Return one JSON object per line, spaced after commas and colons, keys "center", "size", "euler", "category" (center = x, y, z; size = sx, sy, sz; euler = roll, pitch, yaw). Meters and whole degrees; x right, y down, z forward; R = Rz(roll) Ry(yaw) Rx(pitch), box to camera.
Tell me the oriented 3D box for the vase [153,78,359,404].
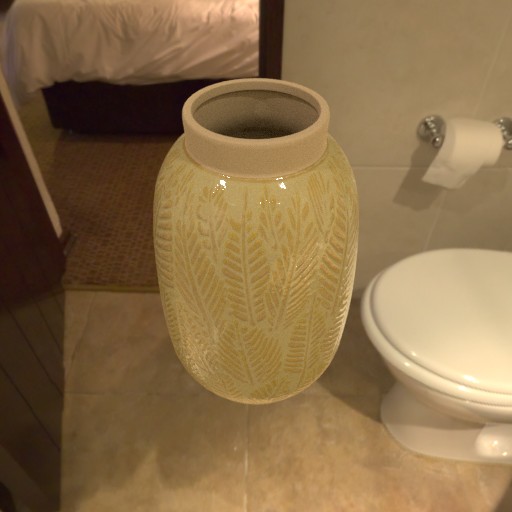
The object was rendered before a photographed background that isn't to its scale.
{"center": [0.000, 0.000, 0.383], "size": [0.172, 0.270, 0.172], "euler": [0, 44, 0], "category": "vase"}
